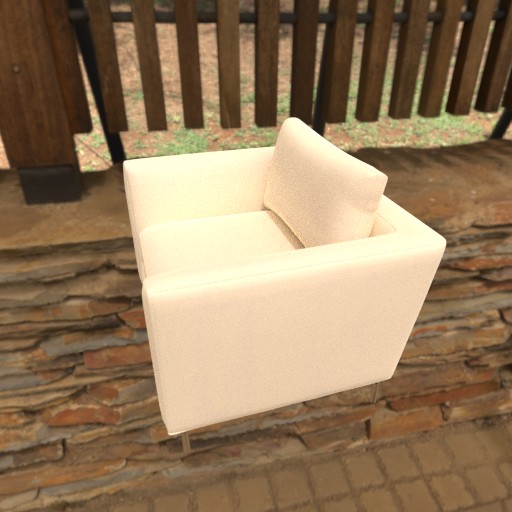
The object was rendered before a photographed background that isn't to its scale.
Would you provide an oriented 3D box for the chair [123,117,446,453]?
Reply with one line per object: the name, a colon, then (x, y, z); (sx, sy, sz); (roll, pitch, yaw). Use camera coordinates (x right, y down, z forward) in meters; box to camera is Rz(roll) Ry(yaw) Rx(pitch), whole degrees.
chair: (0.000, 0.000, 1.717); (0.889, 0.865, 1.041); (-9, 32, -15)
